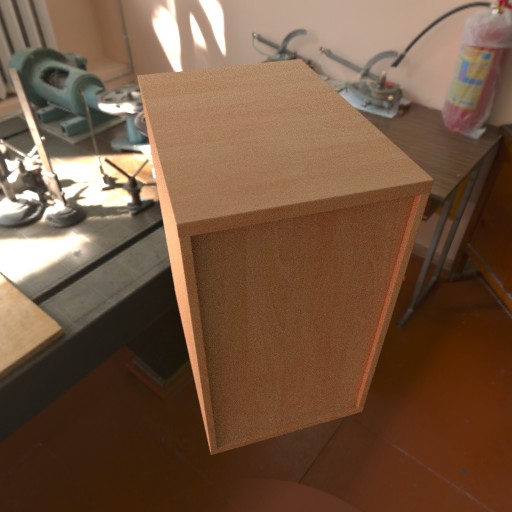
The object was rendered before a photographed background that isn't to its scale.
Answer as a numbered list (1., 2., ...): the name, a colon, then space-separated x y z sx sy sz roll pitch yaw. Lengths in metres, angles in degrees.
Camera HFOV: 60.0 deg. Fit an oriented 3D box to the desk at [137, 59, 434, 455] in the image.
1. desk: 0.000 0.000 1.106 0.404 0.730 0.600 -11 43 -12
